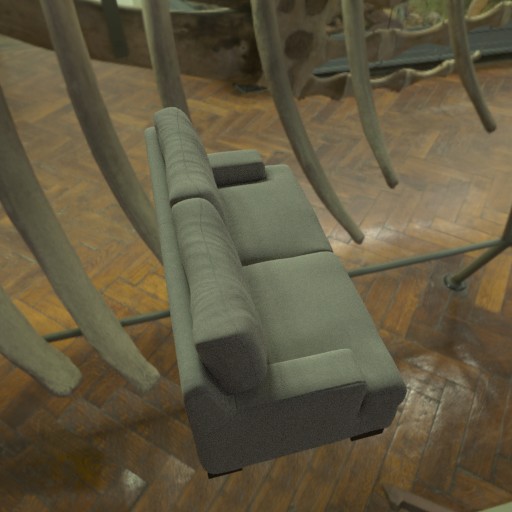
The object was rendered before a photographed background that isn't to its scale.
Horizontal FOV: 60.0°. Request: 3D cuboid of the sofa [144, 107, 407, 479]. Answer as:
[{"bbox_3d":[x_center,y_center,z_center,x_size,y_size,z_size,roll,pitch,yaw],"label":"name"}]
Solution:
[{"bbox_3d":[0.000,0.000,2.399,0.962,0.980,1.855,-10,46,-10],"label":"sofa"}]
